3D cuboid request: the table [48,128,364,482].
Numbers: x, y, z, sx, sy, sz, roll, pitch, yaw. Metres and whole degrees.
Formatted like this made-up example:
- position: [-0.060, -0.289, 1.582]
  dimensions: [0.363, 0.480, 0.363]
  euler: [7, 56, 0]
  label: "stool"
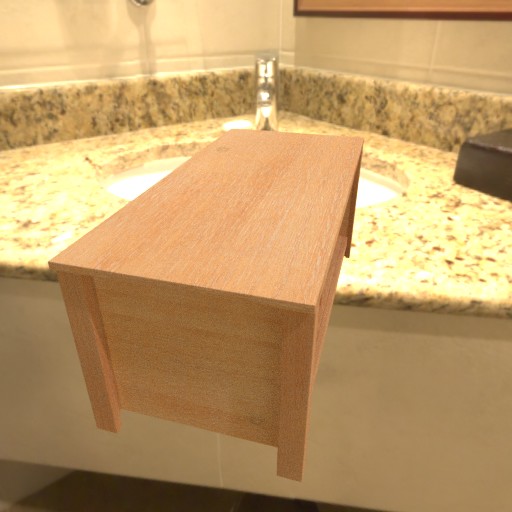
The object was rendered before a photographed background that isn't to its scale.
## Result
- position: [0.000, 0.000, 1.271]
  dimensions: [0.483, 0.457, 1.016]
  euler: [8, 31, 14]
  label: "table"
